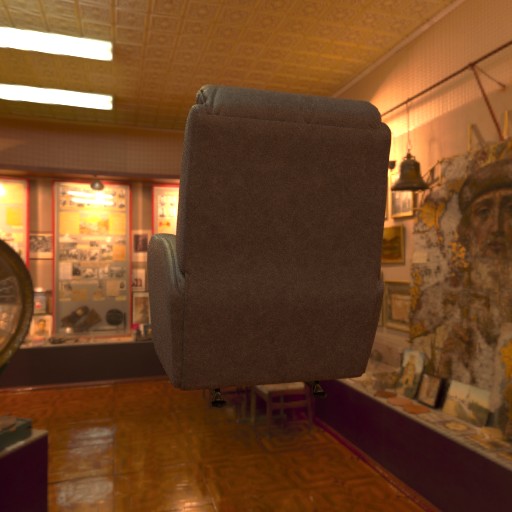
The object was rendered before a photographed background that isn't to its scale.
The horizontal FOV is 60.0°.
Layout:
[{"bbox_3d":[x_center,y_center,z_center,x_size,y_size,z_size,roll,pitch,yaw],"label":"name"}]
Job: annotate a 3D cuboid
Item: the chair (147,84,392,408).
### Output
[{"bbox_3d":[0.000,0.000,1.869,0.865,1.067,1.067,0,-1,-16],"label":"chair"}]
